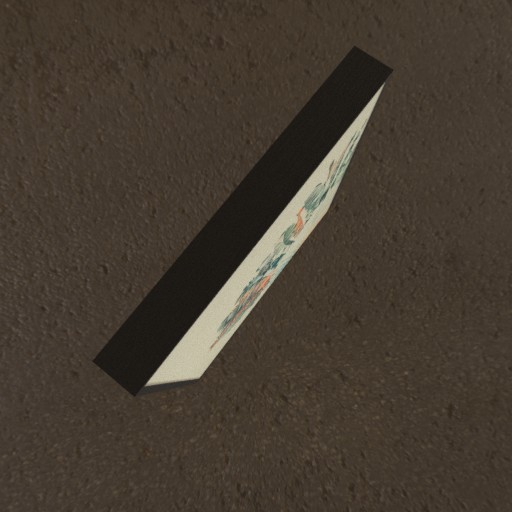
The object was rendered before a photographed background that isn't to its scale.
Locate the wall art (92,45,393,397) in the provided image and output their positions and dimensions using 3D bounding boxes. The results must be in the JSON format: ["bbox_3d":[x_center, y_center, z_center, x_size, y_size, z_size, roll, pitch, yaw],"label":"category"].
[{"bbox_3d":[0.000,0.000,0.459,0.036,0.300,0.302,36,78,9],"label":"wall art"}]
